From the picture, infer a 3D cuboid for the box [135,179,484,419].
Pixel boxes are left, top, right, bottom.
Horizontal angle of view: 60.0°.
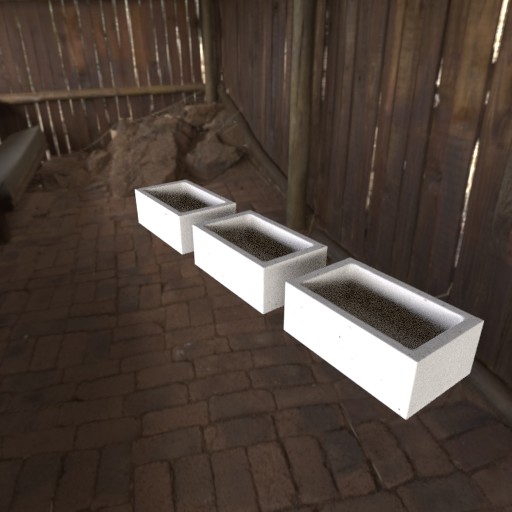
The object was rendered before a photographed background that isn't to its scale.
[{"bbox_3d":[0.000,0.000,0.485,0.082,0.051,0.461,-18,31,-32],"label":"box"}]
